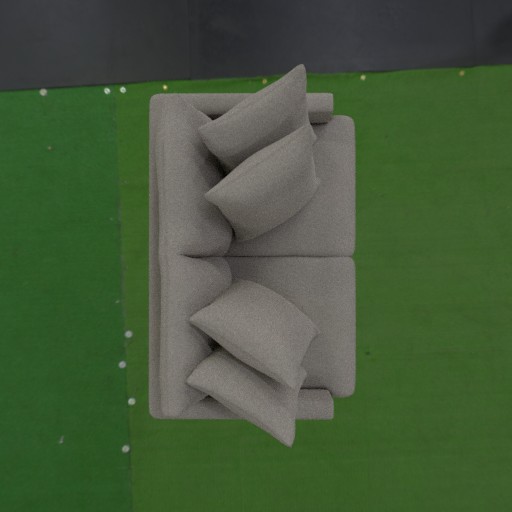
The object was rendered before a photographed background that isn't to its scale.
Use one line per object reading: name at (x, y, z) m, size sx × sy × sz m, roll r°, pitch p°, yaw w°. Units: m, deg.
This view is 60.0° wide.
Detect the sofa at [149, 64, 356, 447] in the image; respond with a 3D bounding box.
sofa at (0.000, 0.000, 2.628) m, size 1.228 × 1.080 × 1.869 m, roll 0°, pitch 90°, yaw 1°
